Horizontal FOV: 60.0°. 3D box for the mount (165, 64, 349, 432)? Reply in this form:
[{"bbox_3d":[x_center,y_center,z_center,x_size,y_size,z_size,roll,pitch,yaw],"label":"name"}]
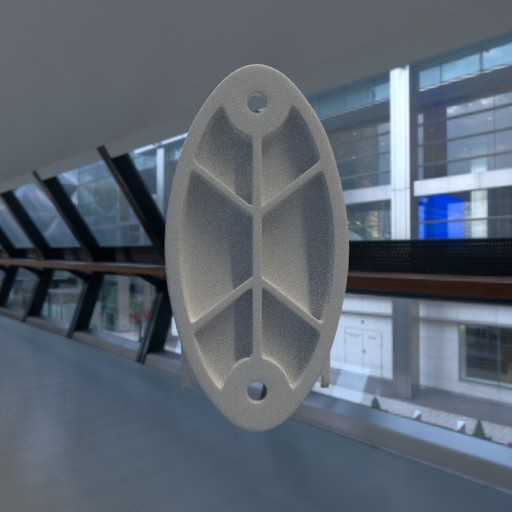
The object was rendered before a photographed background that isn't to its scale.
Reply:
[{"bbox_3d":[0.000,0.000,0.176,0.066,0.118,0.100,0,-1,0],"label":"mount"}]
